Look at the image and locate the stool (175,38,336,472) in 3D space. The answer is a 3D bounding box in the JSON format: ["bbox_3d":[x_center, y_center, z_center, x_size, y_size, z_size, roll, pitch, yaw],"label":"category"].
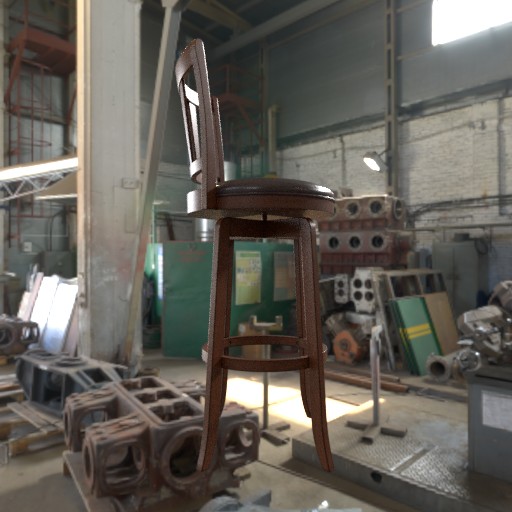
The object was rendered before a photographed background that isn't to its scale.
[{"bbox_3d":[0.000,0.000,1.419,0.503,1.177,0.464,0,0,0],"label":"stool"}]
